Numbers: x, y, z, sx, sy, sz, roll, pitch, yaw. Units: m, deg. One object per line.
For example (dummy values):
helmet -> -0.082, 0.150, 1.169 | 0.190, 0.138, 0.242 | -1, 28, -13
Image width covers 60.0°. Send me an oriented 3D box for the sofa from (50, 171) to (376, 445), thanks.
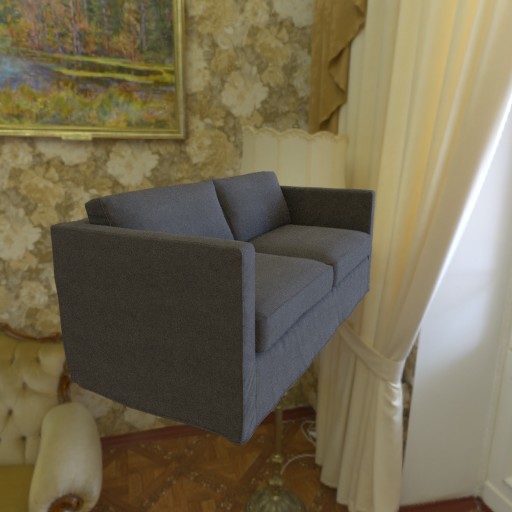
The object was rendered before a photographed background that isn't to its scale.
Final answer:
sofa -> 0.000, 0.000, 2.530 | 0.953, 0.855, 1.982 | 7, 16, 26
